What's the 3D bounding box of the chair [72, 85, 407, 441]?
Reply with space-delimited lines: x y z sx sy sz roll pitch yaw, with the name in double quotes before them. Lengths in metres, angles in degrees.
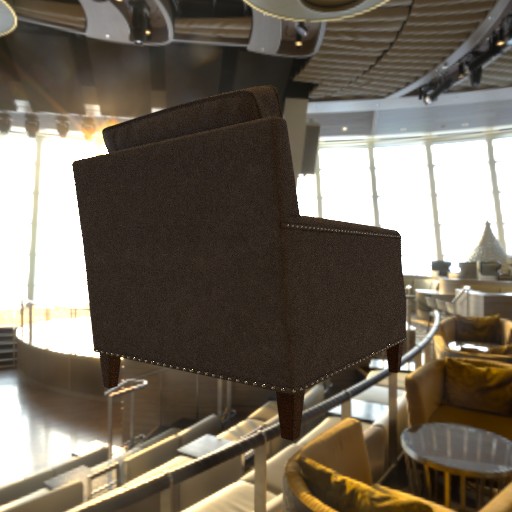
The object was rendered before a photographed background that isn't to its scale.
"chair" 0.000 0.000 1.685 0.853 0.948 1.014 0 0 36
